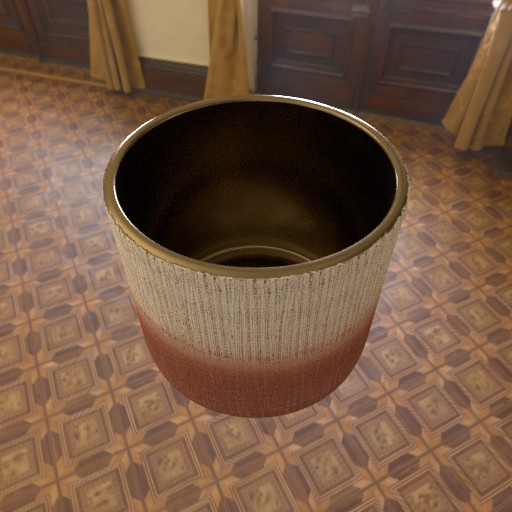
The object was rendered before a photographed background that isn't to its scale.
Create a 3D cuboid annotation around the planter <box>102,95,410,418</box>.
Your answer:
[{"bbox_3d":[0.000,0.000,0.446,0.254,0.221,0.254,0,46,0],"label":"planter"}]
